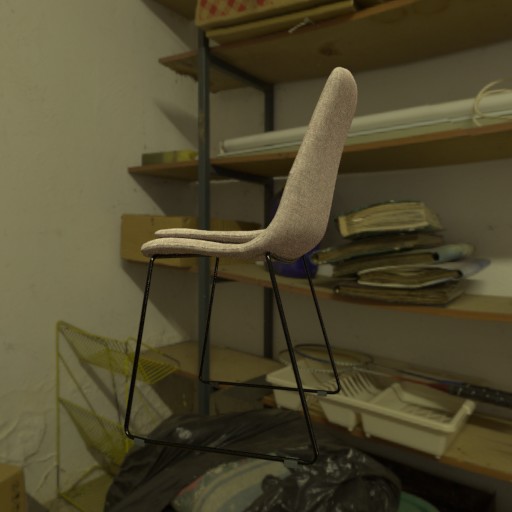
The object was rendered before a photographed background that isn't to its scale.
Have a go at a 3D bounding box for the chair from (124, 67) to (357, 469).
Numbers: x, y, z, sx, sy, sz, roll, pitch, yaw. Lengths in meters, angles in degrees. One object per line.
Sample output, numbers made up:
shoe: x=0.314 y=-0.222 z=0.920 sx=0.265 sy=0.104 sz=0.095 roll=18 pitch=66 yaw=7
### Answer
chair: x=0.000 y=0.000 z=1.169 sx=0.518 sy=0.858 sz=0.479 roll=0 pitch=1 yaw=16
